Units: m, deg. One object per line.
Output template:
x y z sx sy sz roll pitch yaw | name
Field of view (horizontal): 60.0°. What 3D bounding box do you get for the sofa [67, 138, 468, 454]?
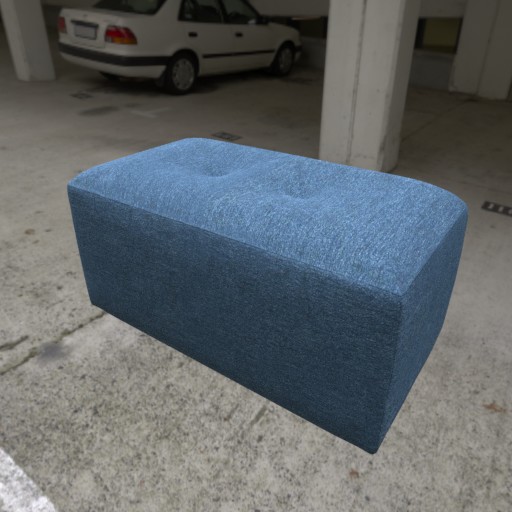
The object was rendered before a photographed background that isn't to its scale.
0.000 0.000 1.188 0.930 0.470 0.480 19 35 30 | sofa
